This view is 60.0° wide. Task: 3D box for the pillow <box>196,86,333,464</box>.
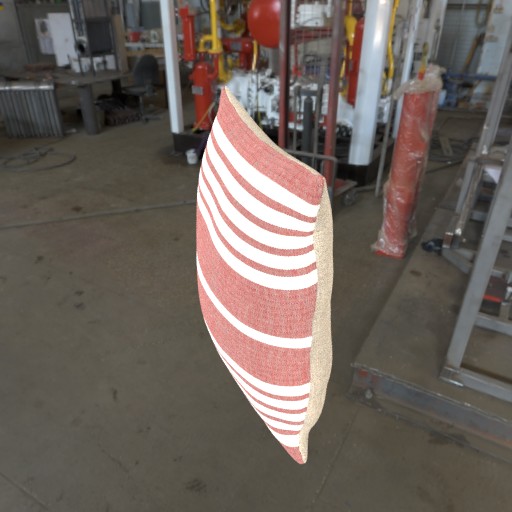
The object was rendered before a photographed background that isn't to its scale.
[{"bbox_3d":[0.000,0.000,0.680,0.182,0.427,0.439,-8,32,-13],"label":"pillow"}]
